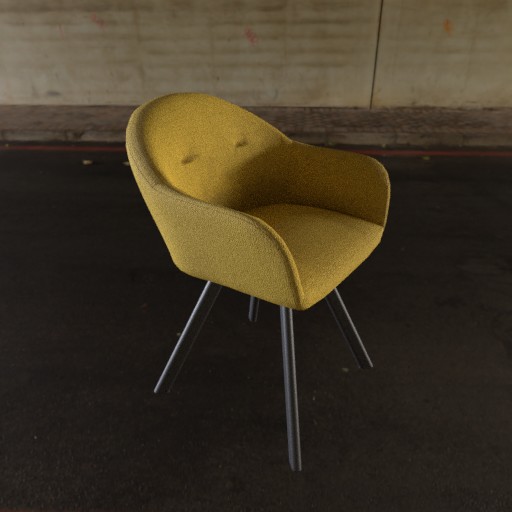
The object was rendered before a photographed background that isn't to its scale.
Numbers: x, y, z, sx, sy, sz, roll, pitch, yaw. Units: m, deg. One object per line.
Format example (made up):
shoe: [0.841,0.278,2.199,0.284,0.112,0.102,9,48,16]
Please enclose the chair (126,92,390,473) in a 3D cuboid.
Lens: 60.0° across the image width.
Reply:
chair: [0.000,0.000,1.163,0.565,0.775,0.545,18,31,31]
